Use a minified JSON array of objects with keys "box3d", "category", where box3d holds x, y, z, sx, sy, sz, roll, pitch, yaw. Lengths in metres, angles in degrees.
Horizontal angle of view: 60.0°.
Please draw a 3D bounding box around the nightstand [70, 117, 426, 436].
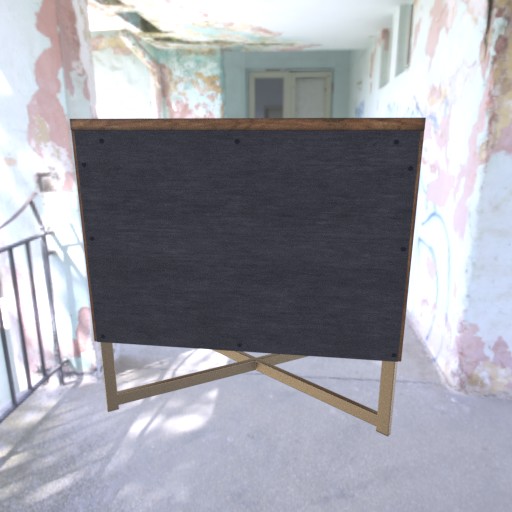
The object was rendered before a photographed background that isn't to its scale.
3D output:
[{"box3d":[0.000,0.000,1.043,0.610,0.610,0.446,2,16,8],"category":"nightstand"}]
